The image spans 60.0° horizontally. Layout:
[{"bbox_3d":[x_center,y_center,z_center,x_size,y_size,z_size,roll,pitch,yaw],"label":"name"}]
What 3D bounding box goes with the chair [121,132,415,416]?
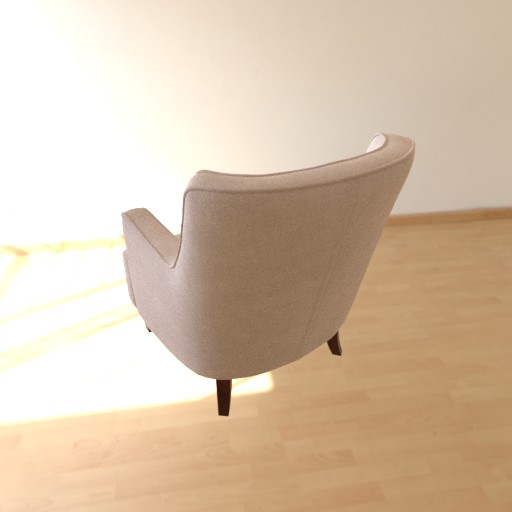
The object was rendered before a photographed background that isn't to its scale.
[{"bbox_3d":[0.000,0.000,1.632,0.781,0.920,0.910,-19,35,-29],"label":"chair"}]
